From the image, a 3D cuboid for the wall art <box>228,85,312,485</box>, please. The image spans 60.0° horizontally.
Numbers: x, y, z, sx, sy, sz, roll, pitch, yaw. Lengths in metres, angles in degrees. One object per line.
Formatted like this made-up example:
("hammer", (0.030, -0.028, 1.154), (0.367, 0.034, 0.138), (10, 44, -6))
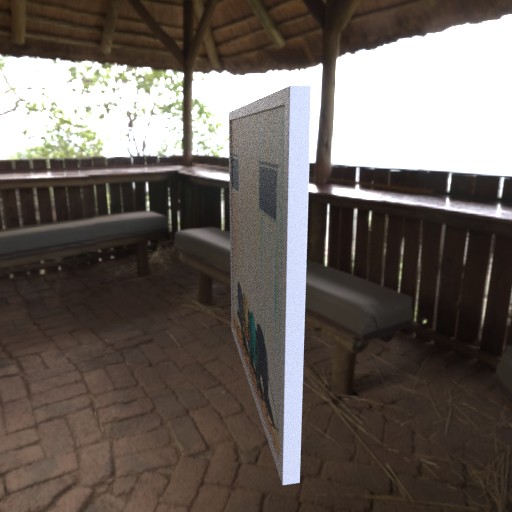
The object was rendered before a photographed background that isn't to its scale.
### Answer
("wall art", (0.000, 0.000, 1.163), (0.036, 0.760, 0.760), (-3, 15, -10))
